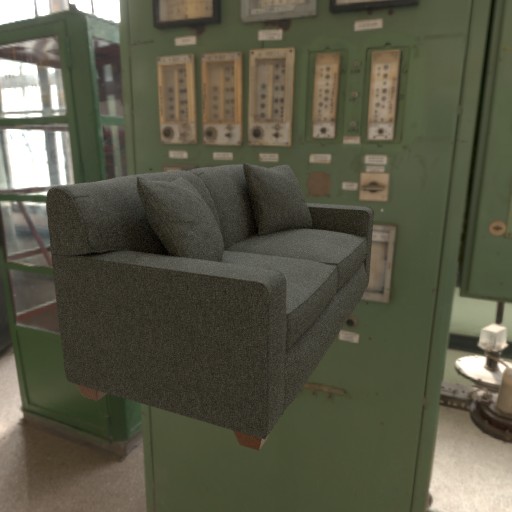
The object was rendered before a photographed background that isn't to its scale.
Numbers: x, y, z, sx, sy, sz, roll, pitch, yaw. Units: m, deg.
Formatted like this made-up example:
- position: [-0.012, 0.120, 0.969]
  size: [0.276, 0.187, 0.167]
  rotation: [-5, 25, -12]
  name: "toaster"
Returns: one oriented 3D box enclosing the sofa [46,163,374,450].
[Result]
- position: [0.000, 0.000, 2.418]
  size: [0.998, 0.958, 1.846]
  rotation: [7, 16, 24]
  name: "sofa"
